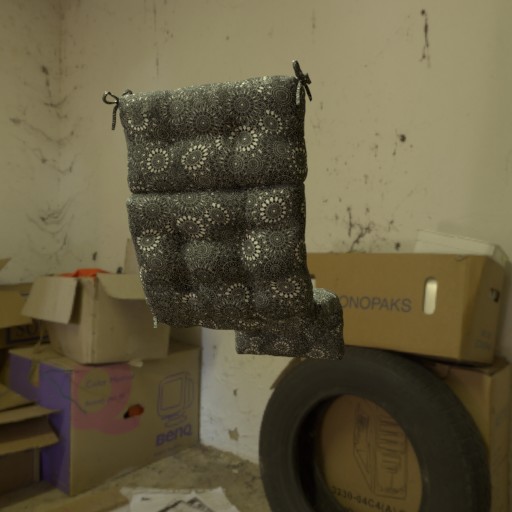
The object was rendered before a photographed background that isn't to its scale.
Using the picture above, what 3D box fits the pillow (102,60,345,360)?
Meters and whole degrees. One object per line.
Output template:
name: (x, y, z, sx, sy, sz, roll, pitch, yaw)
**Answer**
pillow: (0.000, 0.000, 1.504, 0.526, 0.863, 1.016, 0, -1, 17)
